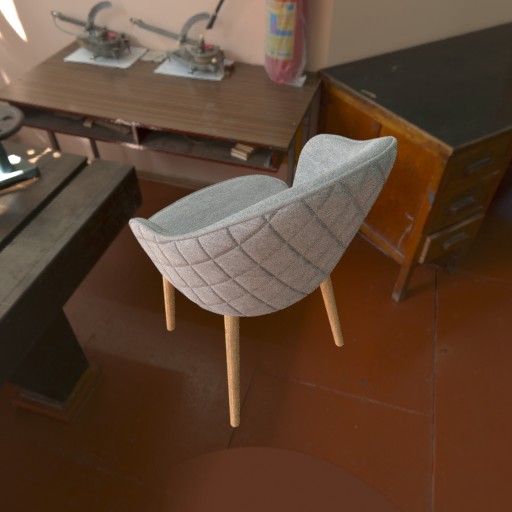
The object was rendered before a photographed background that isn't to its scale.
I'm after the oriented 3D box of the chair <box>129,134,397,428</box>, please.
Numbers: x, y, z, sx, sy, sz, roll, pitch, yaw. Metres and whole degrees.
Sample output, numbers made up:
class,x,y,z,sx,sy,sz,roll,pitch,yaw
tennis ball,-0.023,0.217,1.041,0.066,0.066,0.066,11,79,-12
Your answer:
class,x,y,z,sx,sy,sz,roll,pitch,yaw
chair,0.000,0.000,1.137,0.540,0.800,0.530,-30,52,-26
